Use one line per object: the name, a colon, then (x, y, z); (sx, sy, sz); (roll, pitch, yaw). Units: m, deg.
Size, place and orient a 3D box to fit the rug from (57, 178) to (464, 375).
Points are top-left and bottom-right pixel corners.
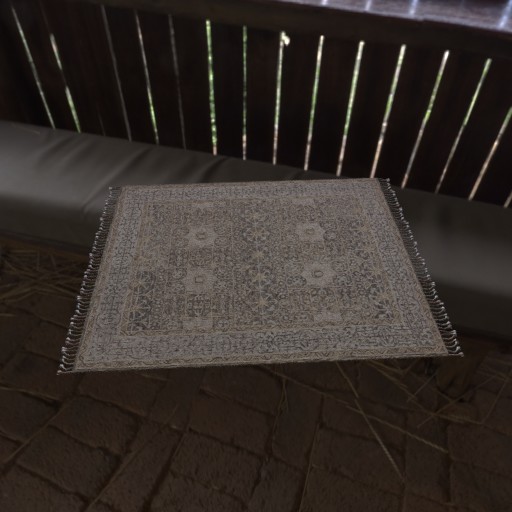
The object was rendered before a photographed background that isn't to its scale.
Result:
rug: (0.000, 0.000, 4.378); (3.291, 0.017, 2.431); (-2, 46, -2)
